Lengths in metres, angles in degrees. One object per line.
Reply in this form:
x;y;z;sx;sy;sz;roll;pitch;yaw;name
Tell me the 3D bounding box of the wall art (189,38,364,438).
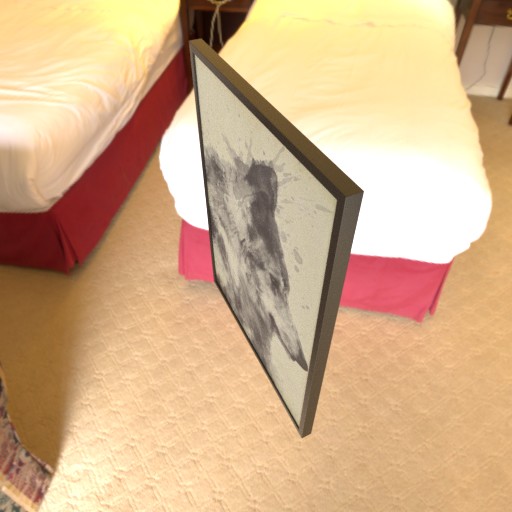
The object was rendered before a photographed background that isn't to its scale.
0.000;0.000;1.417;0.039;1.061;0.804;-19;49;-18;wall art
